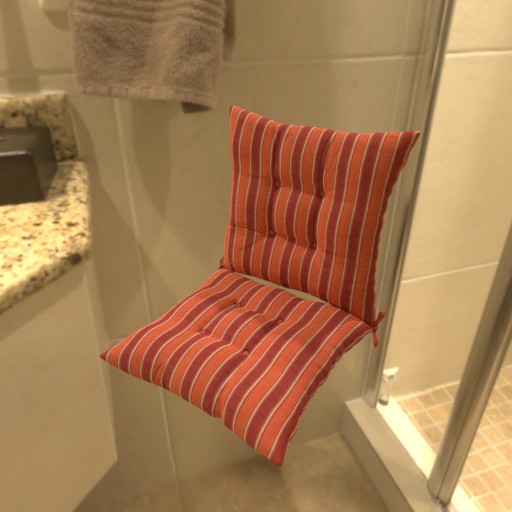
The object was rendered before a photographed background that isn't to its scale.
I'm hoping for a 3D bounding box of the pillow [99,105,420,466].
[{"bbox_3d":[0.000,0.000,1.015,0.541,0.536,0.585,19,35,29],"label":"pillow"}]
